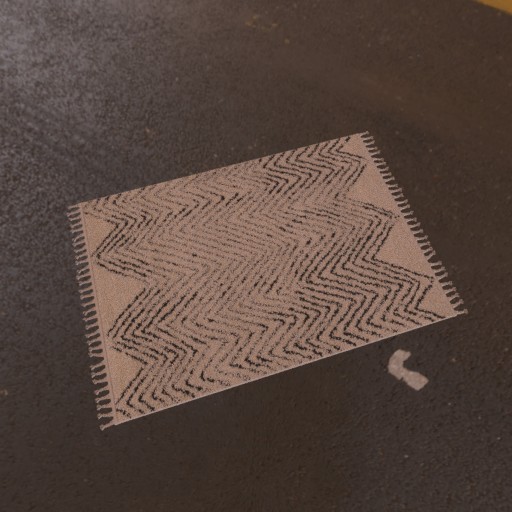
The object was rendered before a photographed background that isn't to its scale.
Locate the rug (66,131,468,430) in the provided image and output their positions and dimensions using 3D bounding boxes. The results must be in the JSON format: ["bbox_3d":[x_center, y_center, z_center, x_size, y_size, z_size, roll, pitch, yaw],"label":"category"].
[{"bbox_3d":[0.000,0.000,2.333,1.847,0.014,1.230,-16,65,-8],"label":"rug"}]
